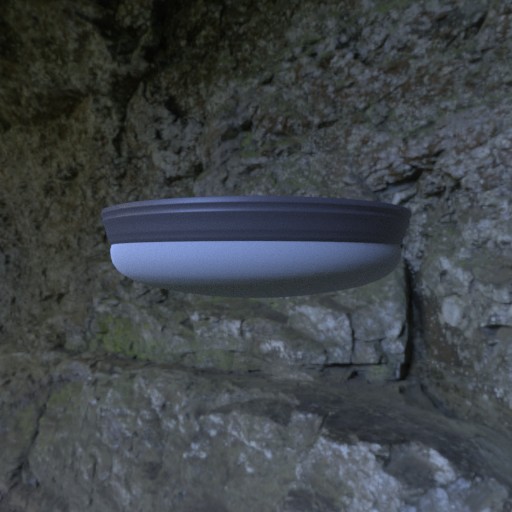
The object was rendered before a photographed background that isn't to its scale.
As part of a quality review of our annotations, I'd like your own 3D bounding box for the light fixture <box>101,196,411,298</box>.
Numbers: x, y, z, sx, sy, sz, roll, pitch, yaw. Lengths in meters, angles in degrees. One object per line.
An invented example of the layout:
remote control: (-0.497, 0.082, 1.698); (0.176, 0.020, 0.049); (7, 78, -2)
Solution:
light fixture: (0.000, 0.000, 0.556); (0.368, 0.100, 0.368); (0, 0, 0)
